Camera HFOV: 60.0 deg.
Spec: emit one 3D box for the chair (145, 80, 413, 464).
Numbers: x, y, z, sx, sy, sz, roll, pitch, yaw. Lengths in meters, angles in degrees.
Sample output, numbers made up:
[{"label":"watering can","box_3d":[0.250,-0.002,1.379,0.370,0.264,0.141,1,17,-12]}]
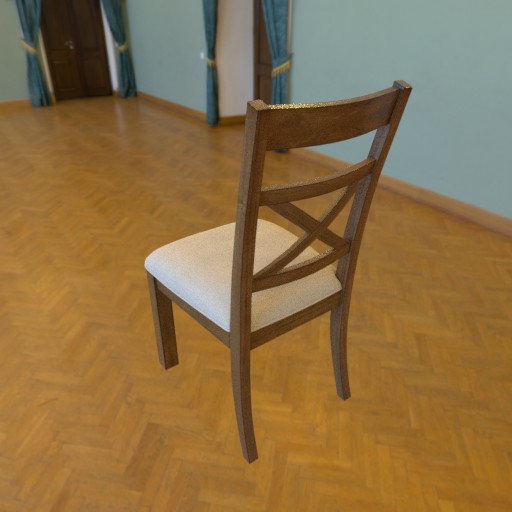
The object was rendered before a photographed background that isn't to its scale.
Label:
[{"label":"chair","box_3d":[0.000,0.000,1.245,0.461,0.949,0.581,-20,35,-31]}]
